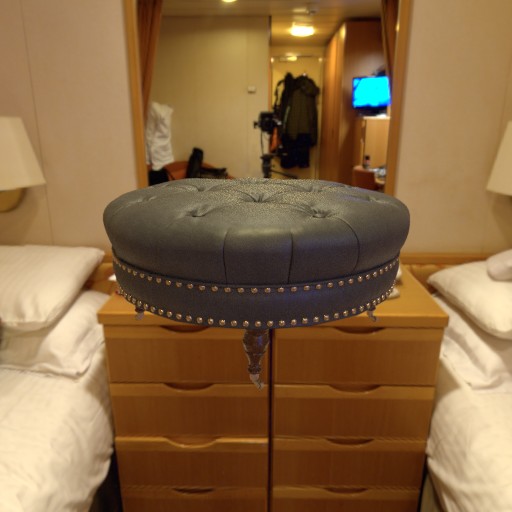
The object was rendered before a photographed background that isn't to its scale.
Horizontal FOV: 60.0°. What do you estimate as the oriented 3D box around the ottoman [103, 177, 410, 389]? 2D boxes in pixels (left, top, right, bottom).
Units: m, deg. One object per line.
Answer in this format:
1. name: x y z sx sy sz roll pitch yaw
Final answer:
1. ottoman: 0.000 0.000 1.391 0.901 0.439 0.901 0 17 0
